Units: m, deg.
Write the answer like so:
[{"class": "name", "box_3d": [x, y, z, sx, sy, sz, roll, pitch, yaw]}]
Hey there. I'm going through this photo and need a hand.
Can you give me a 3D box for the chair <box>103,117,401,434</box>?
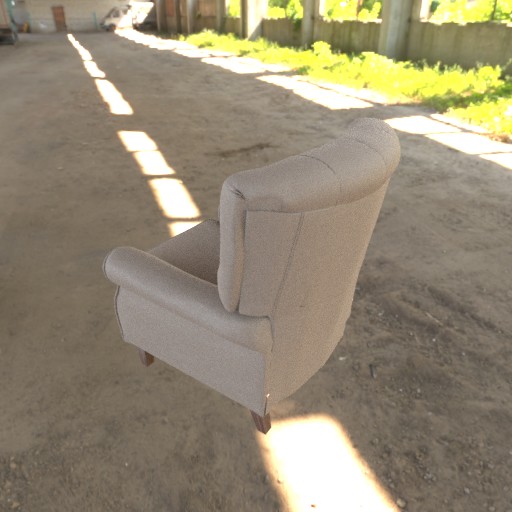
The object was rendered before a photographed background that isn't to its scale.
[{"class": "chair", "box_3d": [0.000, 0.000, 1.921, 1.041, 1.138, 0.999, 19, 34, 30]}]
